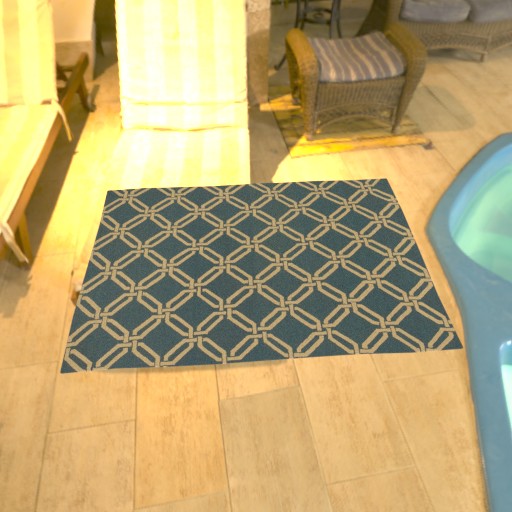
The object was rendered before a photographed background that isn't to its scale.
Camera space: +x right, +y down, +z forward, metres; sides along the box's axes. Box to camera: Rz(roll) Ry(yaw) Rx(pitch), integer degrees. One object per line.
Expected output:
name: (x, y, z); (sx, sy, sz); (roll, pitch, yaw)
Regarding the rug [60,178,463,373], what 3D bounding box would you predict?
rug: (0.000, 0.000, 2.835); (2.135, 0.013, 1.524); (-3, 46, -3)
